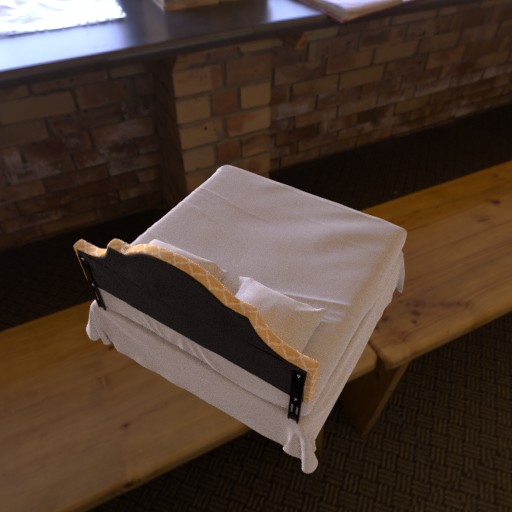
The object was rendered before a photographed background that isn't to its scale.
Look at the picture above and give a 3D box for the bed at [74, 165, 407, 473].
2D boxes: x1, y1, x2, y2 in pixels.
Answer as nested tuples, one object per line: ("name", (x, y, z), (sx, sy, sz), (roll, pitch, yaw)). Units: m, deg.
("bed", (0.000, 0.000, 3.754), (2.314, 1.601, 2.222), (24, 50, 22))
